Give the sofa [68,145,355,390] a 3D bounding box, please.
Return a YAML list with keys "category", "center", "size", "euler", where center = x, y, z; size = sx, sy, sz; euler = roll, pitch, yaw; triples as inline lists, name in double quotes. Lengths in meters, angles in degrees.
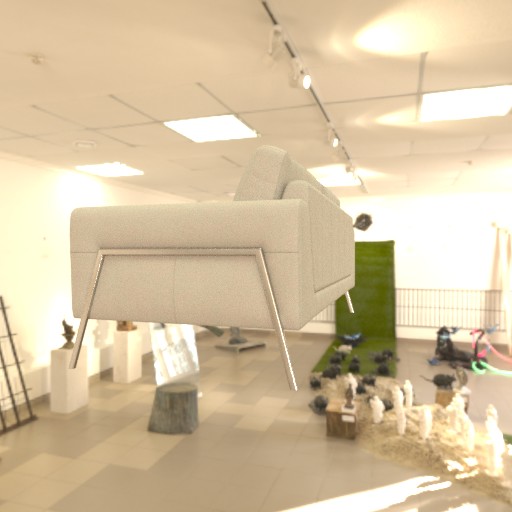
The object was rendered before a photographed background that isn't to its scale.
- category: "sofa"
  center: [0.000, 0.000, 2.567]
  size: [0.953, 0.875, 2.017]
  euler: [0, 0, 18]
